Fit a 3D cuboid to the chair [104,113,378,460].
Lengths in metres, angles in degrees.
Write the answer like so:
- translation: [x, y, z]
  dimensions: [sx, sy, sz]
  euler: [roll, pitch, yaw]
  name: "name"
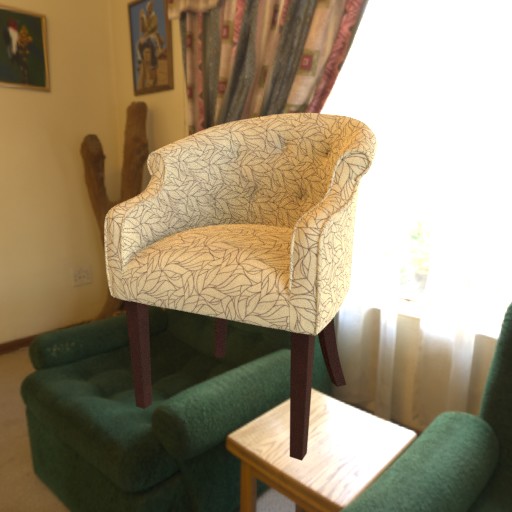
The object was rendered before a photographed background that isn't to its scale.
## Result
- translation: [0.000, 0.000, 1.321]
  dimensions: [0.686, 0.858, 0.613]
  euler: [6, 14, 27]
  name: "chair"
